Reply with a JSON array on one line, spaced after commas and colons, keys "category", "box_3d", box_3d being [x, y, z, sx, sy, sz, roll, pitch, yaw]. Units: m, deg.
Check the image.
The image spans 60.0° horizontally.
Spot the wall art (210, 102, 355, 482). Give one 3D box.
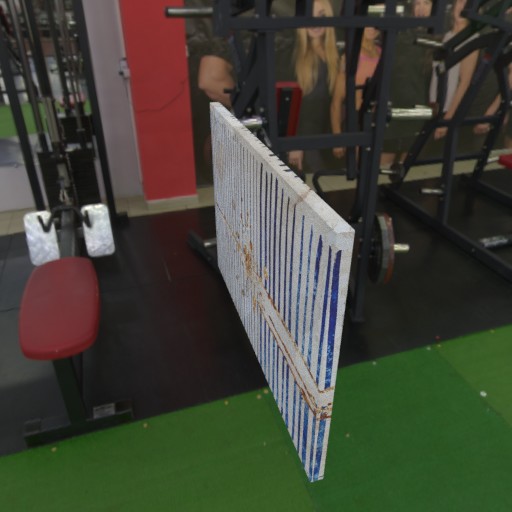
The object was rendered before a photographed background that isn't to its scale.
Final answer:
[{"category": "wall art", "box_3d": [0.000, 0.000, 1.471, 0.038, 0.757, 1.143, -9, 32, -14]}]
